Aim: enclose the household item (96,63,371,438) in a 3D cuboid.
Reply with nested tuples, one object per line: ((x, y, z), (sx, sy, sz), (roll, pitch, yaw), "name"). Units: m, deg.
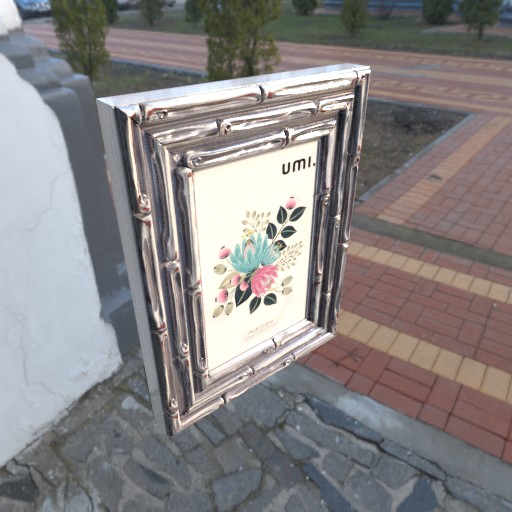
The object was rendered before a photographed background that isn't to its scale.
((0.000, 0.000, 0.289), (0.165, 0.216, 0.025), (-23, 38, -32), "household item")
